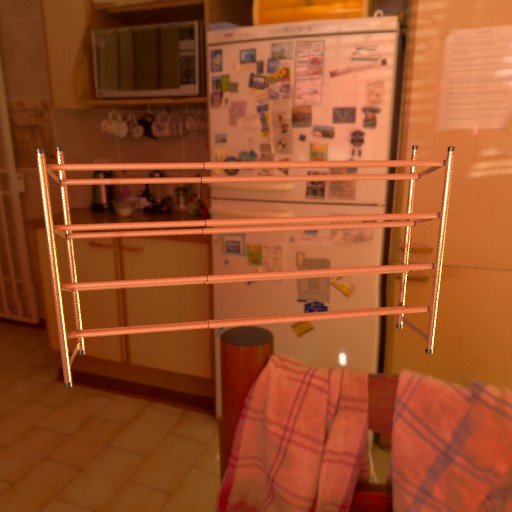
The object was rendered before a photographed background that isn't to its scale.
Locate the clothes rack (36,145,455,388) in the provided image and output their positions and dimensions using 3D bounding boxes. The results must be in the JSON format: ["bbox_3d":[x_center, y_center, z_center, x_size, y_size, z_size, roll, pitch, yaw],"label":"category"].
[{"bbox_3d":[0.000,0.000,1.400,1.168,0.672,0.229,-3,15,-10],"label":"clothes rack"}]
